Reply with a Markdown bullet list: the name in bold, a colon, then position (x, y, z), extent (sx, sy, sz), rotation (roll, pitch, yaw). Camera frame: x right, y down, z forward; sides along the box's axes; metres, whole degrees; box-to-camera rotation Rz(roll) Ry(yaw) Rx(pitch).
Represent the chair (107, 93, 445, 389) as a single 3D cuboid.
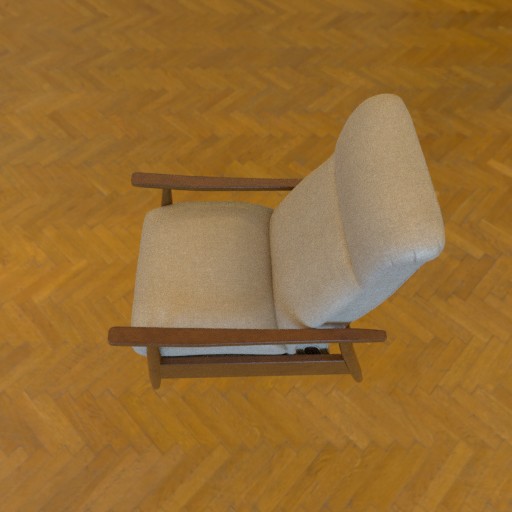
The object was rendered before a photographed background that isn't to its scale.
- **chair**: position (0.000, 0.000, 1.766), extent (1.030, 1.082, 0.762), rotation (-2, 58, -1)
